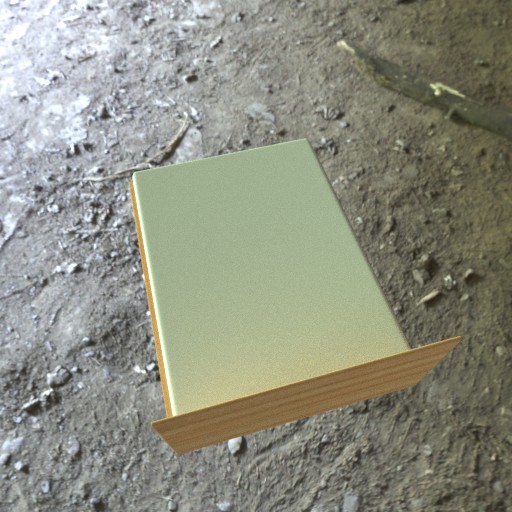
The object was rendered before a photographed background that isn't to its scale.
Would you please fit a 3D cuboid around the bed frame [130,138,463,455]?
[{"bbox_3d":[0.000,0.000,2.891,1.472,0.940,1.992,-13,58,-8],"label":"bed frame"}]
